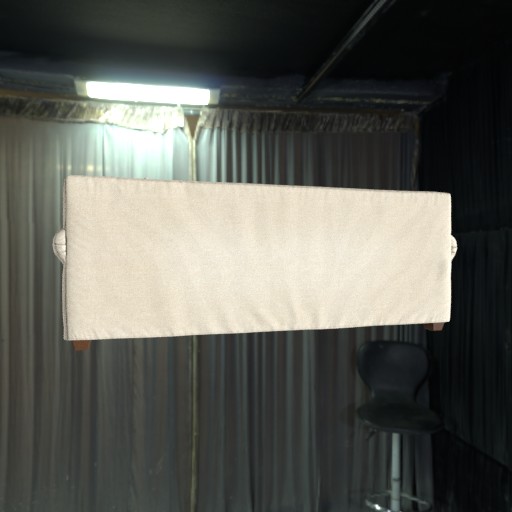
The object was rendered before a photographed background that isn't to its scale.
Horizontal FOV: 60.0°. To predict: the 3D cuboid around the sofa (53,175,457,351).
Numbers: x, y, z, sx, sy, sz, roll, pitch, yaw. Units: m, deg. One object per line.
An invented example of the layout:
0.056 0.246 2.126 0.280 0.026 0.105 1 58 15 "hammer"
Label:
0.000 0.000 2.856 2.285 0.904 1.067 0 0 -16 "sofa"
